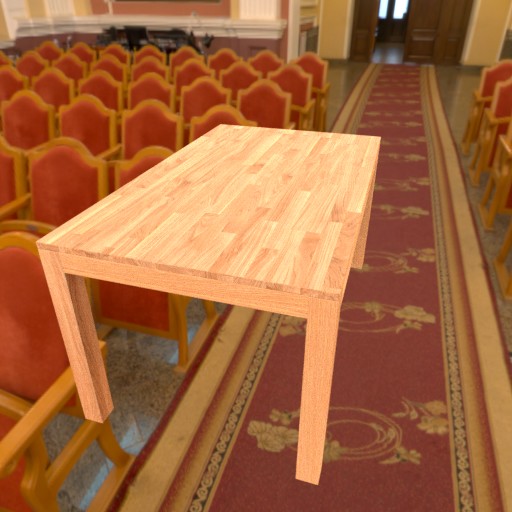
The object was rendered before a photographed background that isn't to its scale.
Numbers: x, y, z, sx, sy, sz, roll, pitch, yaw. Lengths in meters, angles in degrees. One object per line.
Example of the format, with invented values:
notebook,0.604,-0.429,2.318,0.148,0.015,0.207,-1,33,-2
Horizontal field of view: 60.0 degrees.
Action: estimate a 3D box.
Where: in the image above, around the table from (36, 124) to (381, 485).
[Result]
table,0.000,0.000,2.011,0.900,0.770,1.500,9,31,15
